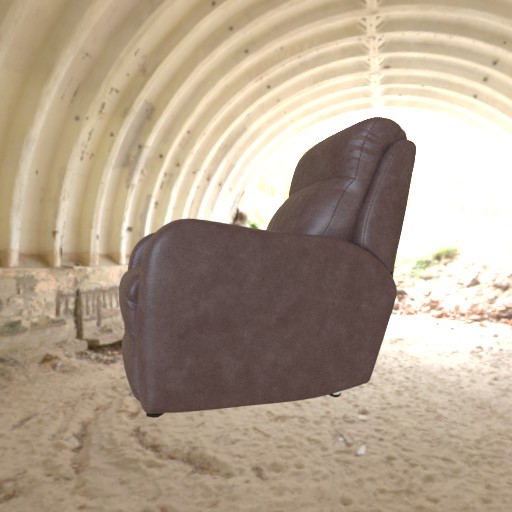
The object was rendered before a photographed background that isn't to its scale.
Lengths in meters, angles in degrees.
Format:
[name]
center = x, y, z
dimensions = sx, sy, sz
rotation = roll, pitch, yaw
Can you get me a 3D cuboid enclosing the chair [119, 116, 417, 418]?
[chair]
center = 0.000, 0.000, 1.816
dimensions = 1.067, 1.067, 0.865
rotation = 0, 0, -19
